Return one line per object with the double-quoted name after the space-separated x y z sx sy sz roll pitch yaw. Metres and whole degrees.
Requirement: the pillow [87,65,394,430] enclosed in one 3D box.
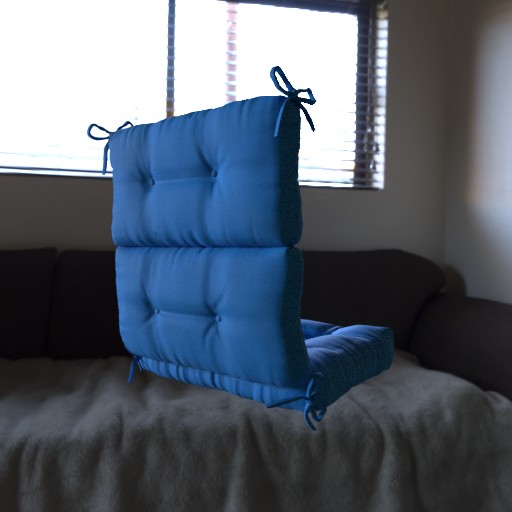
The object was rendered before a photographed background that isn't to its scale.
0.000 0.000 1.035 0.519 0.605 0.571 1 2 36 "pillow"
